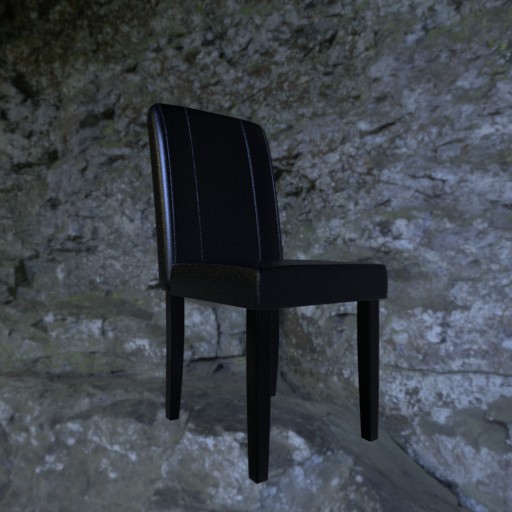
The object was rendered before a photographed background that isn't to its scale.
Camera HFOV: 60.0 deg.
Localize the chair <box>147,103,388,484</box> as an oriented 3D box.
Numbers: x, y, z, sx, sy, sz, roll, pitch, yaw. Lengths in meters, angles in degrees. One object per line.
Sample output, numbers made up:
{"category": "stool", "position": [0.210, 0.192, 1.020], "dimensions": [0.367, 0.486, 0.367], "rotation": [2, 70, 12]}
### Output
{"category": "chair", "position": [0.000, 0.000, 1.185], "dimensions": [0.399, 0.897, 0.556], "rotation": [0, 0, -35]}
